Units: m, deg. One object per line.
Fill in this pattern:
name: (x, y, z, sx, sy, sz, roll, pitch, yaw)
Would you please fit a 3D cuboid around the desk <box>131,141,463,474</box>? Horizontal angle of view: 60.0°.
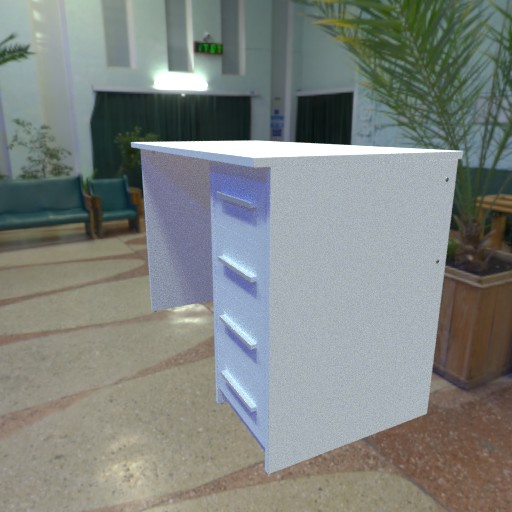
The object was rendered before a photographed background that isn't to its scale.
desk: (0.000, 0.000, 1.510, 0.560, 0.730, 1.096, -8, 18, -26)
